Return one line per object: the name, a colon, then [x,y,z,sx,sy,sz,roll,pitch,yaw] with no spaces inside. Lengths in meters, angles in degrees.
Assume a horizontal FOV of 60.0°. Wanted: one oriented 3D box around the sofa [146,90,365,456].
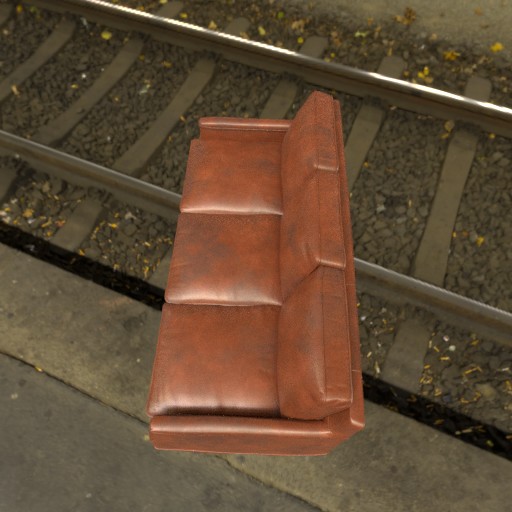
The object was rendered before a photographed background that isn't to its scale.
sofa: [0.000,0.000,2.818,1.084,1.003,2.240,2,59,1]
